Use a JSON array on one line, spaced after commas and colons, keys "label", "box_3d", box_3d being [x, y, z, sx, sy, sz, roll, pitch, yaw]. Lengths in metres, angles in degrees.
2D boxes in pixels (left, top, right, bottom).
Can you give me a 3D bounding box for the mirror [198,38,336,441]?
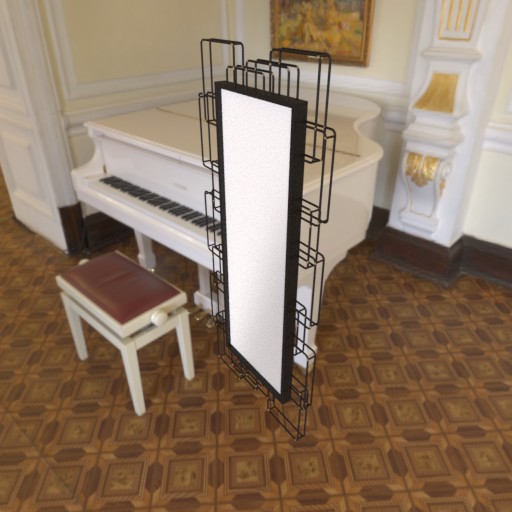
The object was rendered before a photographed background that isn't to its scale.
[{"label": "mirror", "box_3d": [0.000, 0.000, 1.381, 0.037, 1.192, 0.565, -20, 36, -30]}]
